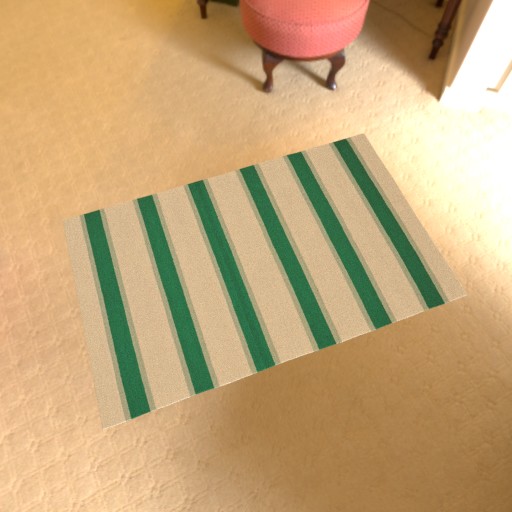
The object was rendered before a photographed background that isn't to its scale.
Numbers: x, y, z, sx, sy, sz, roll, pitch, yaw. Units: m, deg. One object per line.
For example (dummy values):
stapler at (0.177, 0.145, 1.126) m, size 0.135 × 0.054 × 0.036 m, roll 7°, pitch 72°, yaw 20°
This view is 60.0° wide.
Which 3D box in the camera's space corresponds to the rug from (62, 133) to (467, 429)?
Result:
rug at (0.000, 0.000, 3.075) m, size 2.436 × 0.015 × 1.521 m, roll -18°, pitch 64°, yaw -9°
